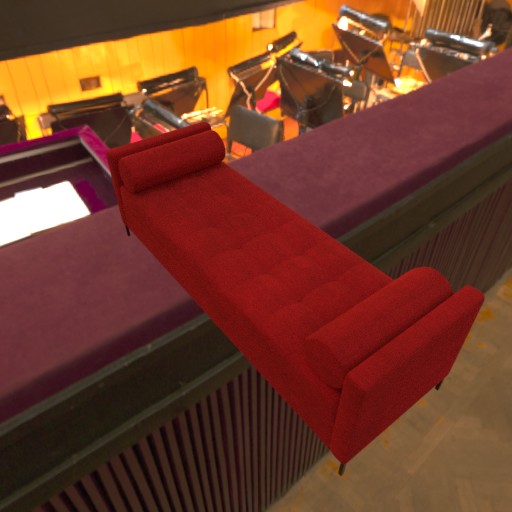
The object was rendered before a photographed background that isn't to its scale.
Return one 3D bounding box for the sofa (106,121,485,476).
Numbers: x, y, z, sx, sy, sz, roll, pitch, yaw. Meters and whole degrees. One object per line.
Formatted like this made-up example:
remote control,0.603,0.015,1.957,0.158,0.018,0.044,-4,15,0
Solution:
sofa,0.000,0.000,2.301,0.686,0.635,1.981,-26,47,-27
